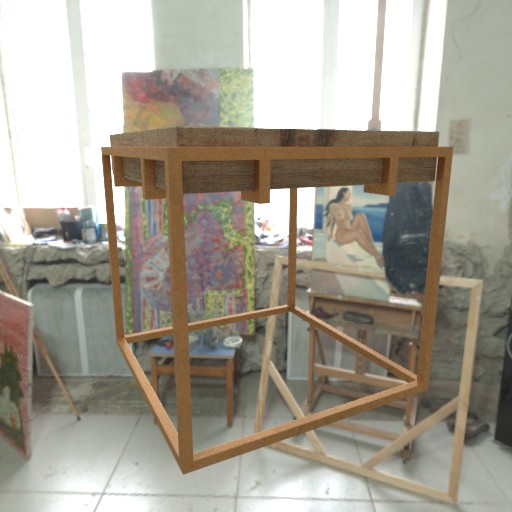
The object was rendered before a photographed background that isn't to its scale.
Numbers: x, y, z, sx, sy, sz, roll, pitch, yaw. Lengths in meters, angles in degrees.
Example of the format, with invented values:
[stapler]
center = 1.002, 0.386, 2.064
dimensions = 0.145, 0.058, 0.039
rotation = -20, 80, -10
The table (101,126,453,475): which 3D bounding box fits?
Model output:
[table]
center = 0.000, 0.000, 1.092
dimensions = 0.599, 0.584, 0.599
rotation = -7, 16, -27
